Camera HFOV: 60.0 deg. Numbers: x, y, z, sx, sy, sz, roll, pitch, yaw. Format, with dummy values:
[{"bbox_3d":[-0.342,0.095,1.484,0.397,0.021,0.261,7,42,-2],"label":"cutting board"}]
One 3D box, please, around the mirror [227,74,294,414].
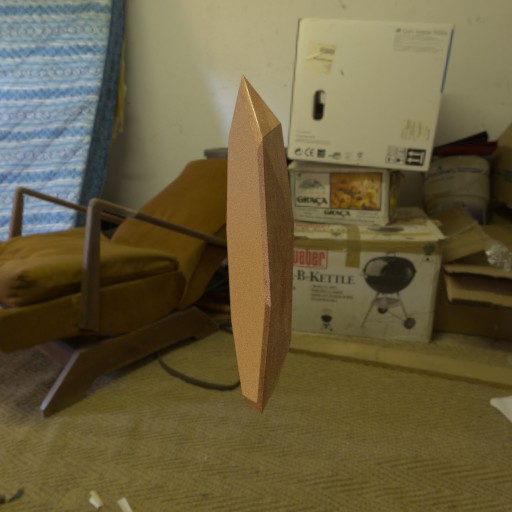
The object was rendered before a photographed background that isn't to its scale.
[{"bbox_3d":[0.000,0.000,1.015,0.070,0.774,0.577,-3,17,-10],"label":"mirror"}]
